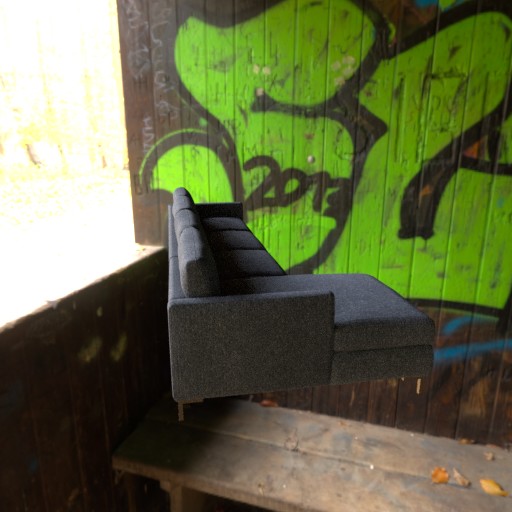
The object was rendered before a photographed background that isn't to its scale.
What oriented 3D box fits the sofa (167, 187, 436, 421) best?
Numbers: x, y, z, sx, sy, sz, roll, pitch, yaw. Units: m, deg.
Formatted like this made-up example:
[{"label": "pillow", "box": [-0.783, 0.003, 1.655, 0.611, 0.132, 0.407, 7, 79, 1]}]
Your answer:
[{"label": "sofa", "box": [0.000, 0.000, 3.495, 1.350, 0.810, 2.932, -3, 16, -10]}]
